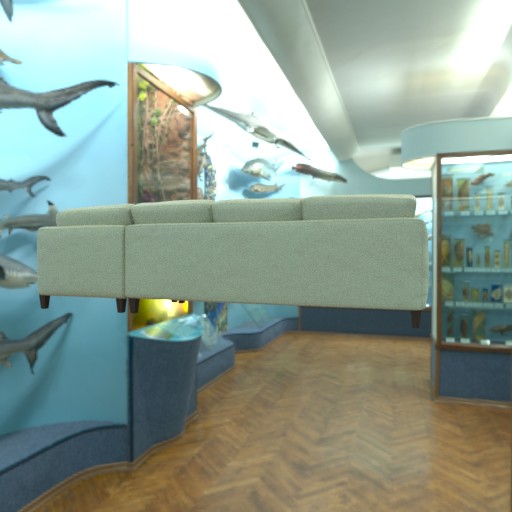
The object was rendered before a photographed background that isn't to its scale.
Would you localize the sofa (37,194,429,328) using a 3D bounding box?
[{"bbox_3d":[0.000,0.000,4.615,3.302,0.947,2.593,0,0,20],"label":"sofa"}]
